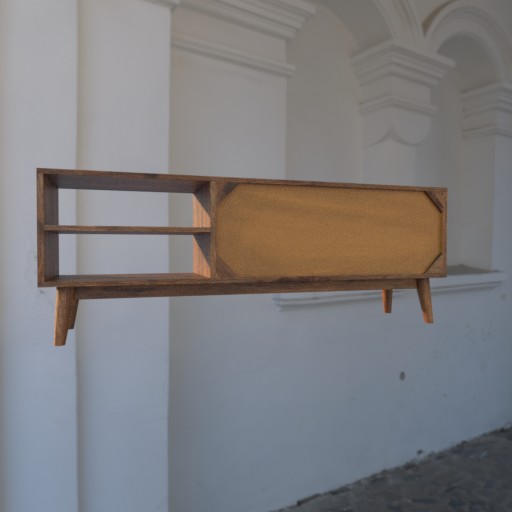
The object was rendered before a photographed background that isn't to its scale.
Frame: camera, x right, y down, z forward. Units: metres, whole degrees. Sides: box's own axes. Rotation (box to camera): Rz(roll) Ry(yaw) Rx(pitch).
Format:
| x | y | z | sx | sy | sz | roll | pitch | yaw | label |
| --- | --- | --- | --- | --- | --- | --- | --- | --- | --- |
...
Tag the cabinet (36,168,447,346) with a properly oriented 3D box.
| x | y | z | sx | sy | sz | roll | pitch | yaw | label |
| --- | --- | --- | --- | --- | --- | --- | --- | --- | --- |
| 0.000 | 0.000 | 1.677 | 1.448 | 0.528 | 0.349 | 0 | 1 | -17 | cabinet |
